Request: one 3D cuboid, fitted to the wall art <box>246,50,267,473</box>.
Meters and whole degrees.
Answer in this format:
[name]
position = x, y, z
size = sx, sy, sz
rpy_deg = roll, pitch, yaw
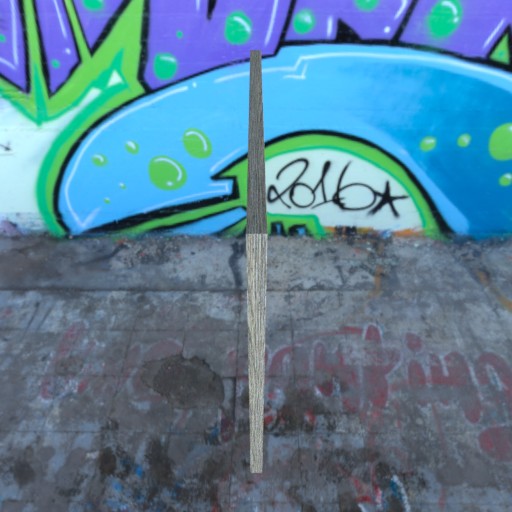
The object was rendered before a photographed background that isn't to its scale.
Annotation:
[wall art]
position = 0.000, 0.000, 0.752
size = 0.019, 0.508, 0.508
rpy_deg = 0, 42, 0
